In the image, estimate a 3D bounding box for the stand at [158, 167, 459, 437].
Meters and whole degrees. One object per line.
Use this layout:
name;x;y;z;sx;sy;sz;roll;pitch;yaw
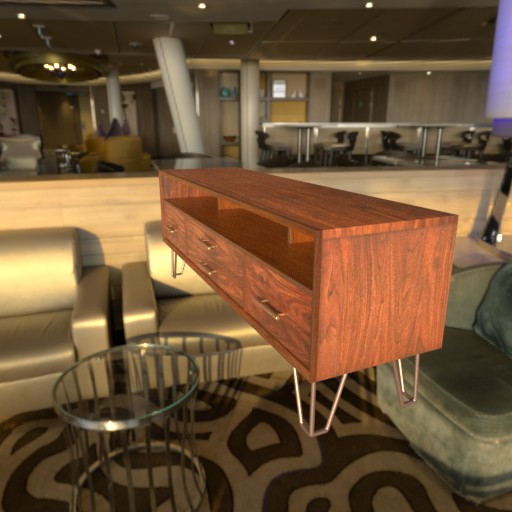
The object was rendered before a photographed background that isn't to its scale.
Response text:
stand;0.000;0.000;1.914;0.481;0.610;1.626;-7;18;-24
